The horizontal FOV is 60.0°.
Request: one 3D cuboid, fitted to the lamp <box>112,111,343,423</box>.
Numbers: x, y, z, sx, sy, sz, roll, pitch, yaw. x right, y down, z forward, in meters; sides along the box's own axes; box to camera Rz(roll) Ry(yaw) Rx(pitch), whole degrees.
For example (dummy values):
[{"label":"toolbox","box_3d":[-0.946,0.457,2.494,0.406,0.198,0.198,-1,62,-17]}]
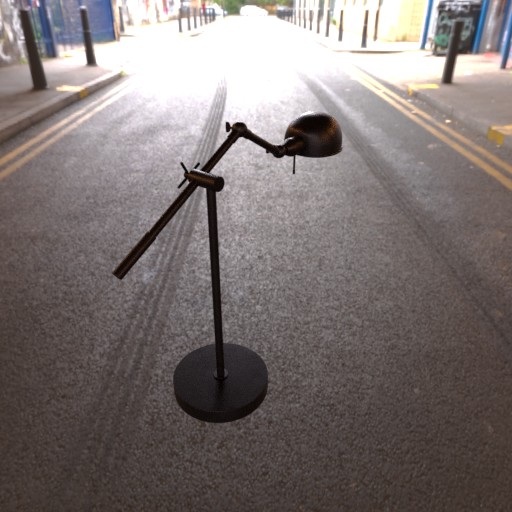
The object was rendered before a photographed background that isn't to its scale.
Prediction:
[{"label":"lamp","box_3d":[0.000,0.000,0.835,0.185,0.495,0.567,22,36,33]}]
